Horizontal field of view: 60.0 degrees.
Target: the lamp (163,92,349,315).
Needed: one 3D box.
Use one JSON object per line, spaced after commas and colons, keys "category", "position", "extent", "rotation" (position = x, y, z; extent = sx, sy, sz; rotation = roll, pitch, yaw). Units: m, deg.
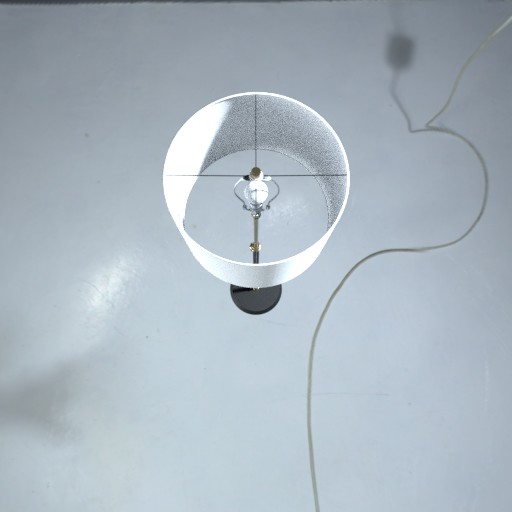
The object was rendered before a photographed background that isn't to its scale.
{"category": "lamp", "position": [0.000, 0.000, 1.679], "extent": [0.404, 1.517, 0.404], "rotation": [0, 76, 0]}
